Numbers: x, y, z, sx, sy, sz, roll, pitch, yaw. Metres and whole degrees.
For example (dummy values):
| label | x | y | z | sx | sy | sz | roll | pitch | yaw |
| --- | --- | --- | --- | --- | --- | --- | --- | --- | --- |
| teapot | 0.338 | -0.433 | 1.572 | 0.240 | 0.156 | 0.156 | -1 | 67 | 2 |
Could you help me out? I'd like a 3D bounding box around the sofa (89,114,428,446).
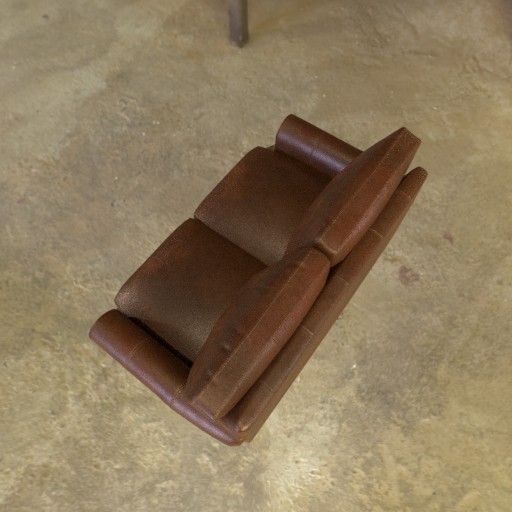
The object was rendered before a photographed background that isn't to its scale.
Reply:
| label | x | y | z | sx | sy | sz | roll | pitch | yaw |
| --- | --- | --- | --- | --- | --- | --- | --- | --- | --- |
| sofa | 0.000 | 0.000 | 2.241 | 0.990 | 0.976 | 1.616 | 34 | 69 | 15 |
